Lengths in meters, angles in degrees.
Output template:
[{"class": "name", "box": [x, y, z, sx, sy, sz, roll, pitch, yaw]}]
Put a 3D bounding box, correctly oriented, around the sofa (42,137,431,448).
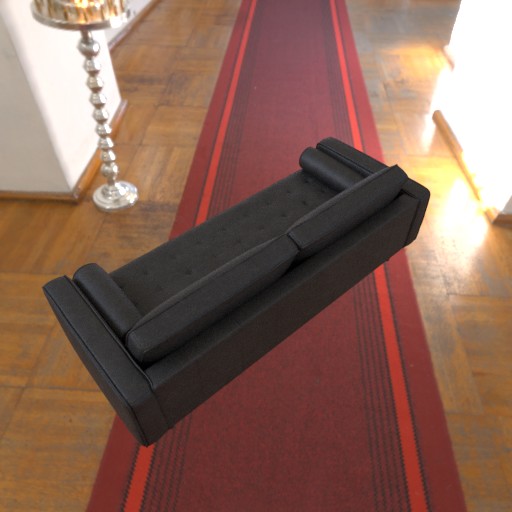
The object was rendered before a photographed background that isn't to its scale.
[{"class": "sofa", "box": [0.000, 0.000, 2.661, 2.210, 0.762, 0.914, -32, 54, -27]}]
